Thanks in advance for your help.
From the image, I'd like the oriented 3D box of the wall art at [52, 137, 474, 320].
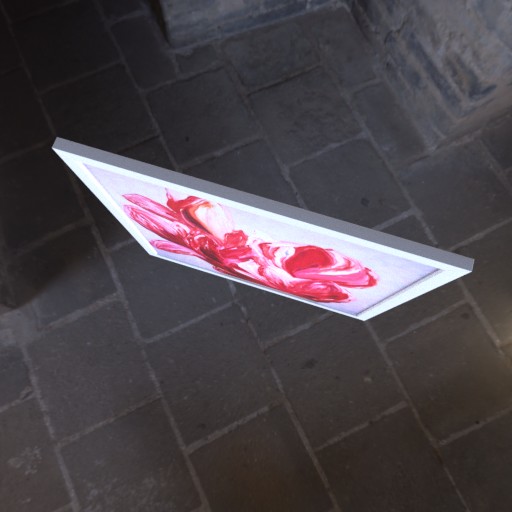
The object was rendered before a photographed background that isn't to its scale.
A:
[{"bbox_3d":[0.000,0.000,0.991,0.664,0.661,0.020,17,76,4],"label":"wall art"}]
